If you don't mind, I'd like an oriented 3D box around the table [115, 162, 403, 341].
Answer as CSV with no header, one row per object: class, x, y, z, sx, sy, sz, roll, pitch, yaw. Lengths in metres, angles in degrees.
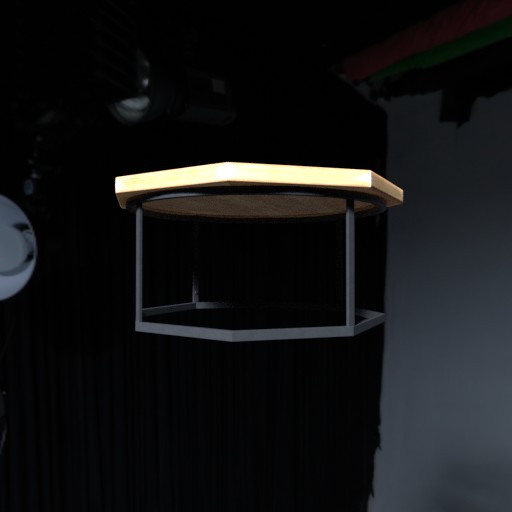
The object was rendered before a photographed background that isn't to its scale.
table,0.000,0.000,1.563,1.002,0.444,1.002,0,-1,0
